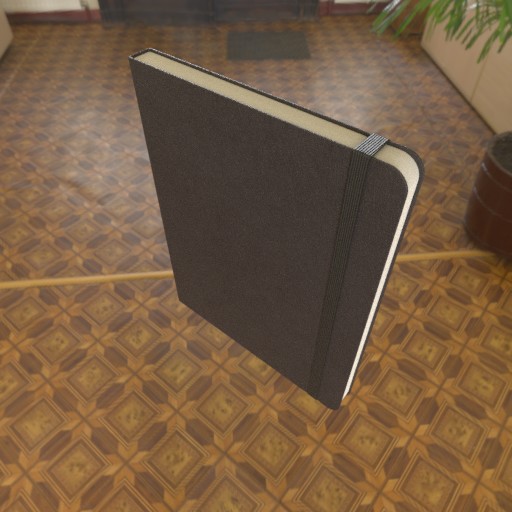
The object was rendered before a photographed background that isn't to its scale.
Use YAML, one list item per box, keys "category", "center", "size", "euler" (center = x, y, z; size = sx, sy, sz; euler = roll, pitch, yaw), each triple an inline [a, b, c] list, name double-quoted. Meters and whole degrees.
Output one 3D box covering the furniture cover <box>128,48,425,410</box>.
- category: "furniture cover"
  center: [0.000, 0.000, 0.372]
  size: [0.216, 0.281, 0.023]
  euler: [31, 54, 26]
